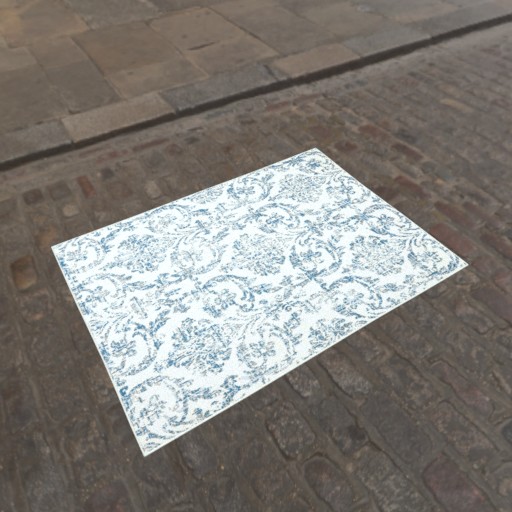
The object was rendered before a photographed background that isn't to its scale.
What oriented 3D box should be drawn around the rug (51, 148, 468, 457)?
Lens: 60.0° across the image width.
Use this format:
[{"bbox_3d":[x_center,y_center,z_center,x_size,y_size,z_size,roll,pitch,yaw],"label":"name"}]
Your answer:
[{"bbox_3d":[0.000,0.000,2.867,2.197,0.014,1.586,-25,51,-22],"label":"rug"}]
